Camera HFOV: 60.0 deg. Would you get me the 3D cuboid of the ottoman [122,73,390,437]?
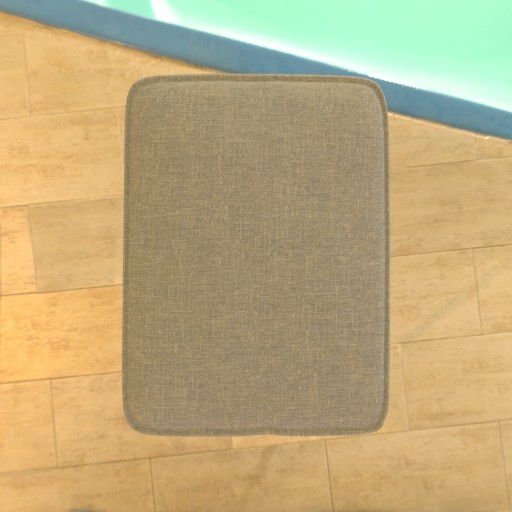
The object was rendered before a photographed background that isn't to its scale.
[{"bbox_3d":[0.000,0.000,1.105,0.559,0.457,0.762,0,88,0],"label":"ottoman"}]
